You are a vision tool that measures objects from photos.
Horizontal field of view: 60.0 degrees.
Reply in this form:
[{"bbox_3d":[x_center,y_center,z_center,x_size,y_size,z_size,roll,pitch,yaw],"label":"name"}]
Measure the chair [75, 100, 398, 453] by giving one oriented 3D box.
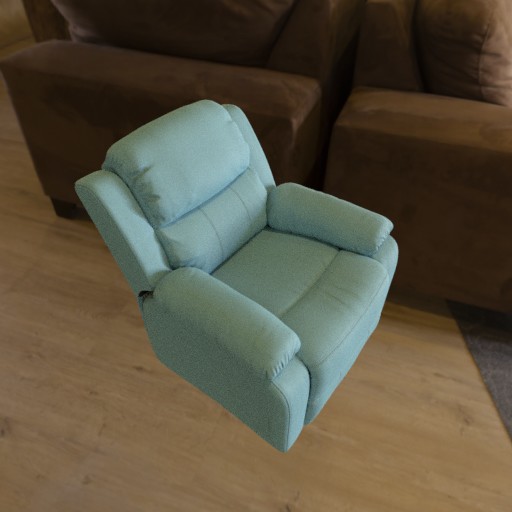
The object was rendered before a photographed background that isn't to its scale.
[{"bbox_3d":[0.000,0.000,1.294,0.709,0.702,0.680,26,48,26],"label":"chair"}]
